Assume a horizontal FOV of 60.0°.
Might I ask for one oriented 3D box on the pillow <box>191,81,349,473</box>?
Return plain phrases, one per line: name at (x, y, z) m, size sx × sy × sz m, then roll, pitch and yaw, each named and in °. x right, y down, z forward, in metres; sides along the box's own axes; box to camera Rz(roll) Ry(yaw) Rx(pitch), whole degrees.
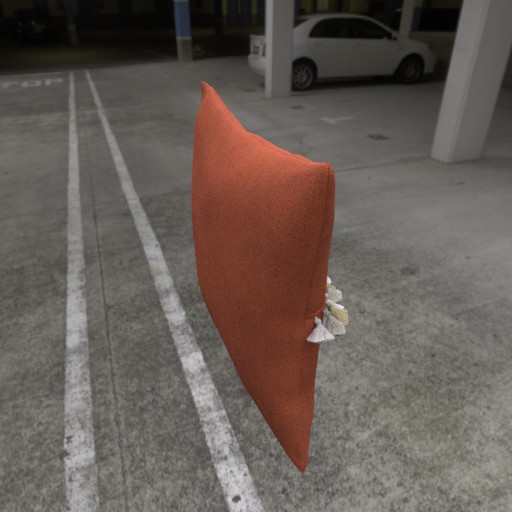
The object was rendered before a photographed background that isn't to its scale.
pillow at (0.000, 0.000, 0.740) m, size 0.165 × 0.482 × 0.490 m, roll -11°, pitch 33°, yaw -18°
